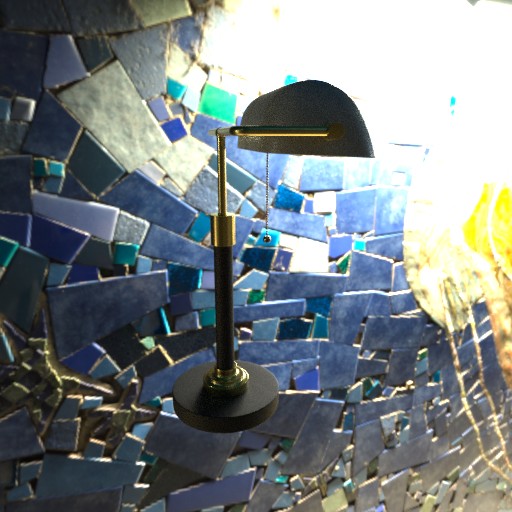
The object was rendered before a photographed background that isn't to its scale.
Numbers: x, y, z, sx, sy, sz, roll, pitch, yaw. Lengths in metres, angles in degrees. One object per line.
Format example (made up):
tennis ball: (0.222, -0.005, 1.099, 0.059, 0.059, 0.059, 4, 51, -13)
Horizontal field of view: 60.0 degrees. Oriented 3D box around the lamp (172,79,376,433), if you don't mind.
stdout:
lamp: (0.000, 0.000, 0.562, 0.227, 0.404, 0.269, -3, 15, -10)
